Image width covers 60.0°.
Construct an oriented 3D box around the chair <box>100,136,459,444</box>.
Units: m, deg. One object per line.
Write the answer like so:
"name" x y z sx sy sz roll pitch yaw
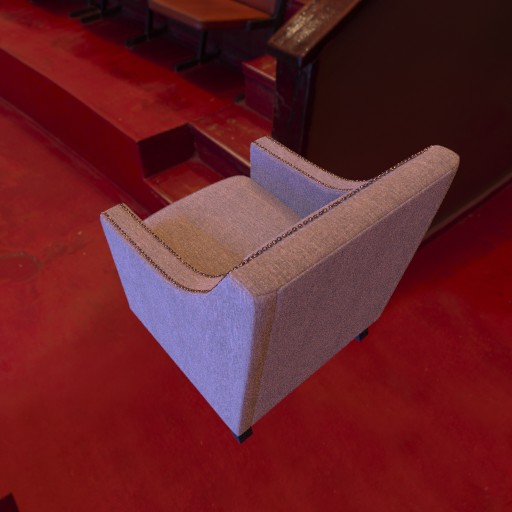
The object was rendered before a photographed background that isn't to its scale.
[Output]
"chair" 0.000 0.000 1.610 0.776 0.967 0.884 -32 54 -27
